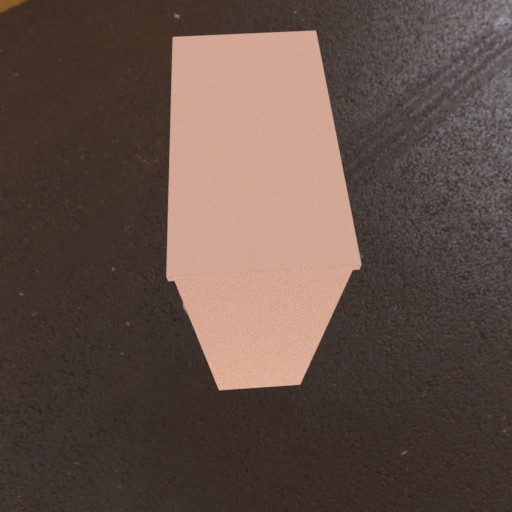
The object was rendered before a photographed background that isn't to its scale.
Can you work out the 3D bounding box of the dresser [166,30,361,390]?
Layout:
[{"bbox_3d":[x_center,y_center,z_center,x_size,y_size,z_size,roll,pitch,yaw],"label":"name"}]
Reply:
[{"bbox_3d":[0.000,0.000,1.590,0.399,1.255,0.704,-3,63,-2],"label":"dresser"}]
